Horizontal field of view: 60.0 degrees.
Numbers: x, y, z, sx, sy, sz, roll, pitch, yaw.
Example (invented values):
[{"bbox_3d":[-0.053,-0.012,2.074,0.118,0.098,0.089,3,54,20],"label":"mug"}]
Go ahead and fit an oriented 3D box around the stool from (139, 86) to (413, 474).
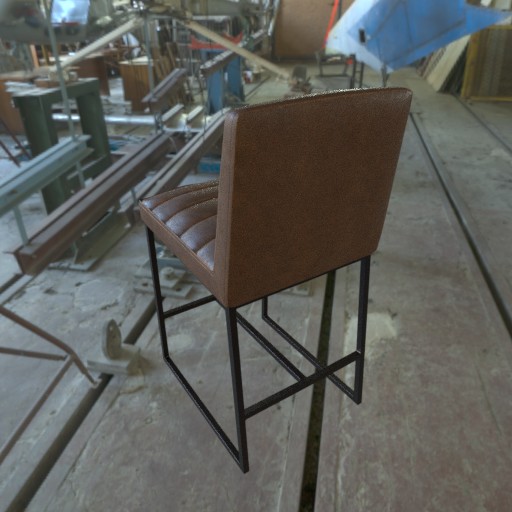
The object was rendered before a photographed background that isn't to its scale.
[{"bbox_3d":[0.000,0.000,1.244,0.463,0.942,0.562,-18,34,-29],"label":"stool"}]
